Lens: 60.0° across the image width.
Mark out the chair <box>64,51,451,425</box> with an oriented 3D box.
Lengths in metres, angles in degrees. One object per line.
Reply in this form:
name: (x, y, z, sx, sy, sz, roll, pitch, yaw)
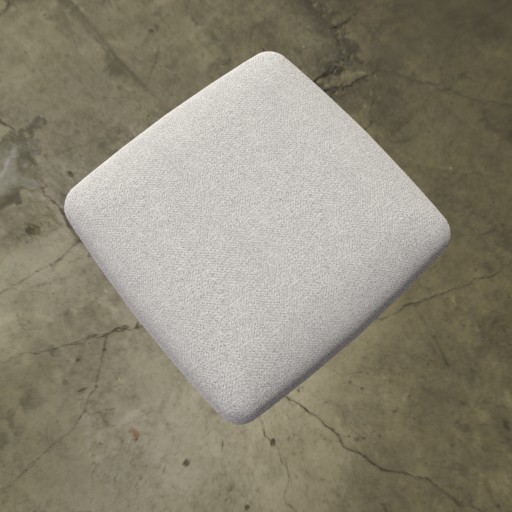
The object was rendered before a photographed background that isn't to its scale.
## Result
chair: (0.000, 0.000, 0.689, 0.350, 0.440, 0.350, -39, 79, -9)
